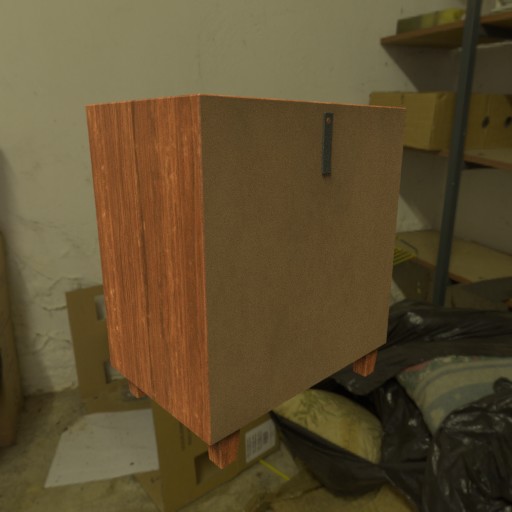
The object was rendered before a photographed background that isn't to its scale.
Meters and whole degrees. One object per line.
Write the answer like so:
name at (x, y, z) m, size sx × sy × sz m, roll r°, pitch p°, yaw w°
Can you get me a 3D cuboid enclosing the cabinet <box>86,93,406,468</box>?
cabinet at (0.000, 0.000, 1.086) m, size 0.607 × 0.695 × 0.410 m, roll -14°, pitch 21°, yaw -41°
